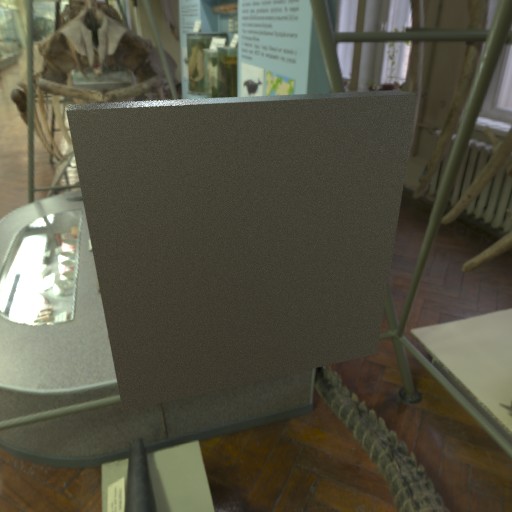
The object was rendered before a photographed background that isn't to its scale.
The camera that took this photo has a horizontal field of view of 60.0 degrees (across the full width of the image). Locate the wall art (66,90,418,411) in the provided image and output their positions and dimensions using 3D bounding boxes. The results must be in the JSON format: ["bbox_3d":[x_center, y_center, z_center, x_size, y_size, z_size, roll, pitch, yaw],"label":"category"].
[{"bbox_3d":[0.000,0.000,0.518,0.350,0.350,0.038,-8,28,-16],"label":"wall art"}]
